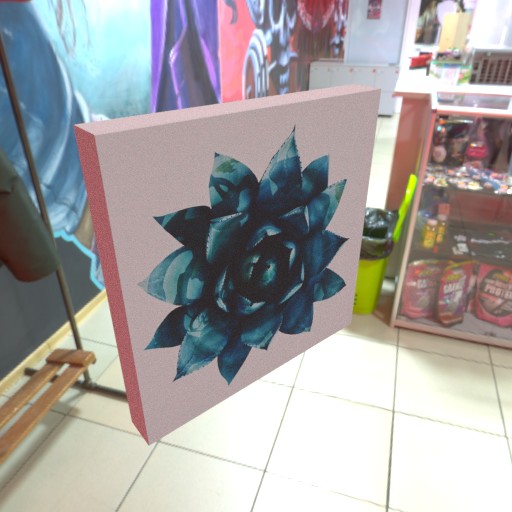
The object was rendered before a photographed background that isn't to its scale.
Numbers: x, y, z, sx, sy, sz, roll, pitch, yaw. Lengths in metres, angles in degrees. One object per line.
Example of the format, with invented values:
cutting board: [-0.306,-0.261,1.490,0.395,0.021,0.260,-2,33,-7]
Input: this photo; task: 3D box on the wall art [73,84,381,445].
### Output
wall art: [0.000,0.000,0.460,0.305,0.305,0.038,-22,36,-34]
